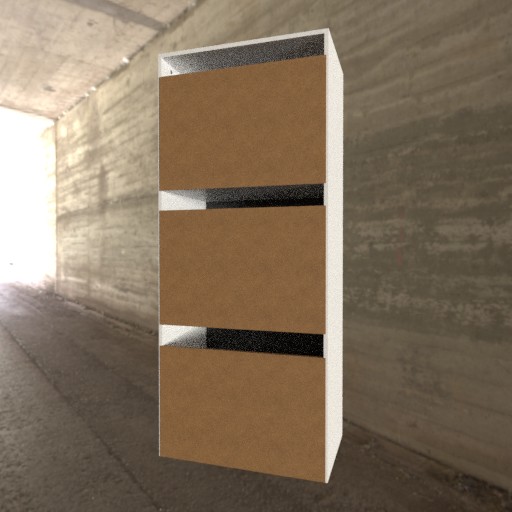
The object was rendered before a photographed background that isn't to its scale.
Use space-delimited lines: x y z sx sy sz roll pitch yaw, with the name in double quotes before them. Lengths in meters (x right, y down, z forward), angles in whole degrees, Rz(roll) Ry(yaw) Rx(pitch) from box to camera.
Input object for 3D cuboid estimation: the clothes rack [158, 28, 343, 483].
"clothes rack" 0.000 0.000 1.388 0.500 1.187 0.330 0 1 18
